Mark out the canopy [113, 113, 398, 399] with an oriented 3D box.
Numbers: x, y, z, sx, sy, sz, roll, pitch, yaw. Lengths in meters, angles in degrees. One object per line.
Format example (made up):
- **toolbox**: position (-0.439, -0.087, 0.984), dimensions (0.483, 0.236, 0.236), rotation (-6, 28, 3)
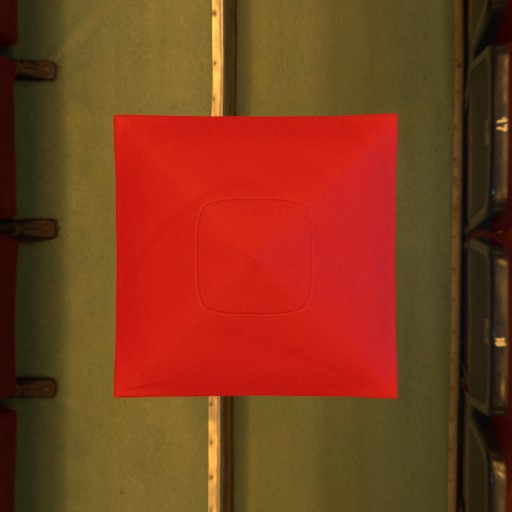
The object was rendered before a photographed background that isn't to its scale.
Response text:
- **canopy**: position (0.000, 0.000, 5.372), dimensions (2.998, 2.997, 2.996), rotation (0, 90, 1)
